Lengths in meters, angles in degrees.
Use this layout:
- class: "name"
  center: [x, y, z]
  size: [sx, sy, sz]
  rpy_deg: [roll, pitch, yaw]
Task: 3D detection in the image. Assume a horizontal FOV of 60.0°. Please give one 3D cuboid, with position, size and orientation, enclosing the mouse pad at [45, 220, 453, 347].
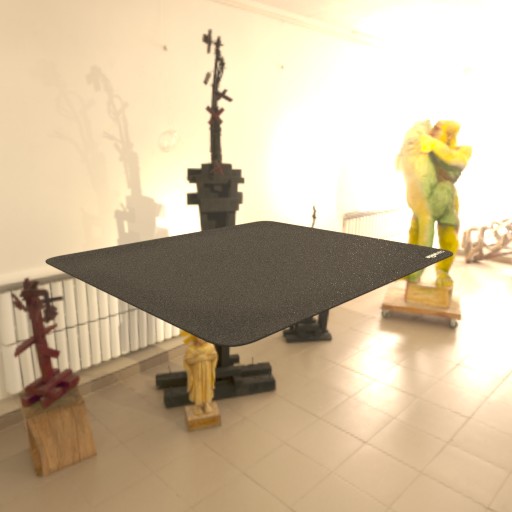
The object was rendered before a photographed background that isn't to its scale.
- class: "mouse pad"
  center: [0.000, 0.000, 0.630]
  size: [0.393, 0.002, 0.451]
  rpy_deg: [14, 20, 43]
